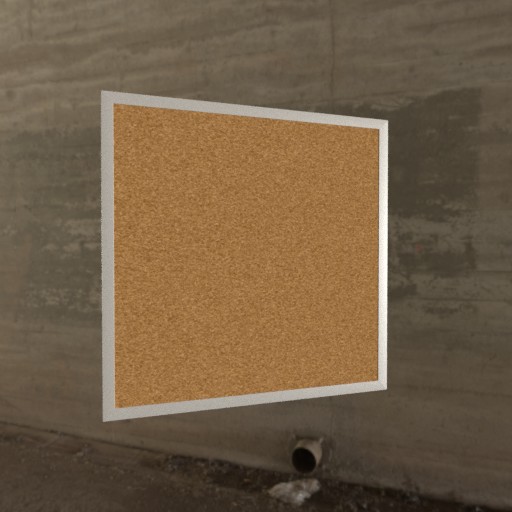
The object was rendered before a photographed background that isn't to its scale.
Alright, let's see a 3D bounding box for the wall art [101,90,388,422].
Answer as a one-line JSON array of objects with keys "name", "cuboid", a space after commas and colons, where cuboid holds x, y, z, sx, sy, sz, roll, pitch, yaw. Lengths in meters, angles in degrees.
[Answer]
[{"name": "wall art", "cuboid": [0.000, 0.000, 0.771, 0.506, 0.505, 0.038, 0, 1, -18]}]
